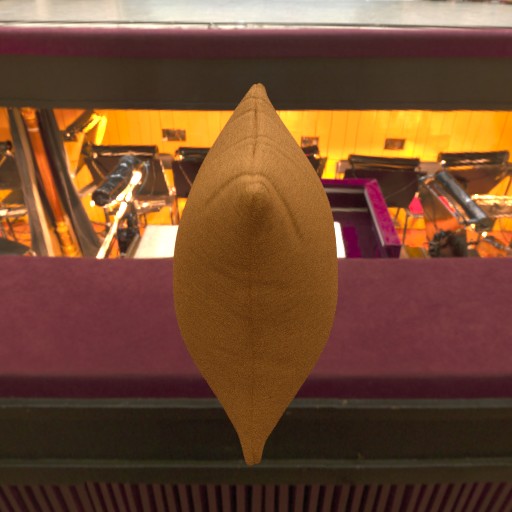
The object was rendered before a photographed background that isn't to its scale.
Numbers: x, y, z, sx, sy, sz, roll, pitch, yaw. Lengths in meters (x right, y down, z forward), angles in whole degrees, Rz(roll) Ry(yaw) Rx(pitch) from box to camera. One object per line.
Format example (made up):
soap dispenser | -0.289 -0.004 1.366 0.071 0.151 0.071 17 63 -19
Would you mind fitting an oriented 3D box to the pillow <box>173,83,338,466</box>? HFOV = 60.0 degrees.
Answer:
pillow | 0.000 0.000 0.678 0.247 0.417 0.435 0 33 0
